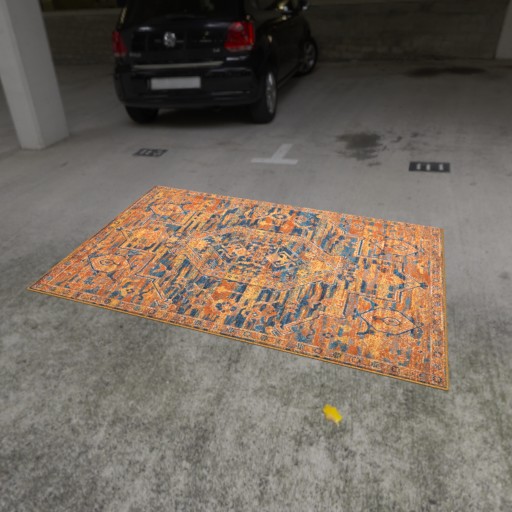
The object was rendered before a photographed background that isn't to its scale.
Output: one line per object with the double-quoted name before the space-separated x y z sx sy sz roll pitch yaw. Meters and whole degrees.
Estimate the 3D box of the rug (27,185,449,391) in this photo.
"rug" 0.000 0.000 2.179 1.758 0.013 1.148 10 35 15
